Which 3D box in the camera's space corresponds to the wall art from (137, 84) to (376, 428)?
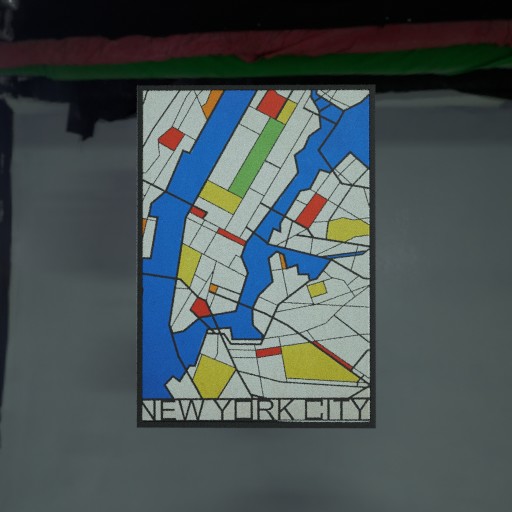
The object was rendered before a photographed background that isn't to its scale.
[{"bbox_3d":[0.000,0.000,0.855,0.457,0.657,0.013,0,0,1],"label":"wall art"}]
